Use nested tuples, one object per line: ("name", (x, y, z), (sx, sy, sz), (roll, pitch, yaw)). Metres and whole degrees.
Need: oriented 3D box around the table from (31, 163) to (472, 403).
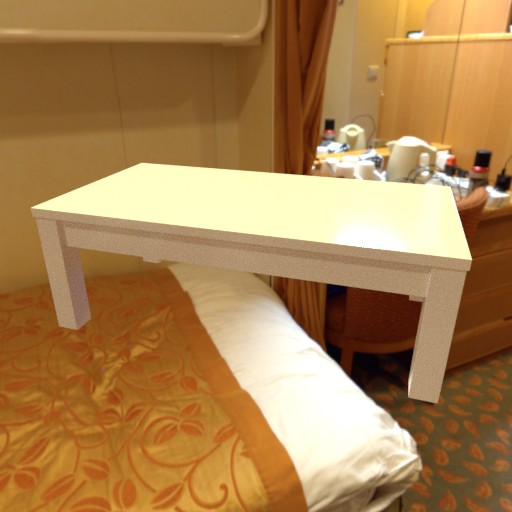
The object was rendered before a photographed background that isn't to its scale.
("table", (0.000, 0.000, 1.688), (1.350, 0.470, 0.700), (8, 26, 16))
